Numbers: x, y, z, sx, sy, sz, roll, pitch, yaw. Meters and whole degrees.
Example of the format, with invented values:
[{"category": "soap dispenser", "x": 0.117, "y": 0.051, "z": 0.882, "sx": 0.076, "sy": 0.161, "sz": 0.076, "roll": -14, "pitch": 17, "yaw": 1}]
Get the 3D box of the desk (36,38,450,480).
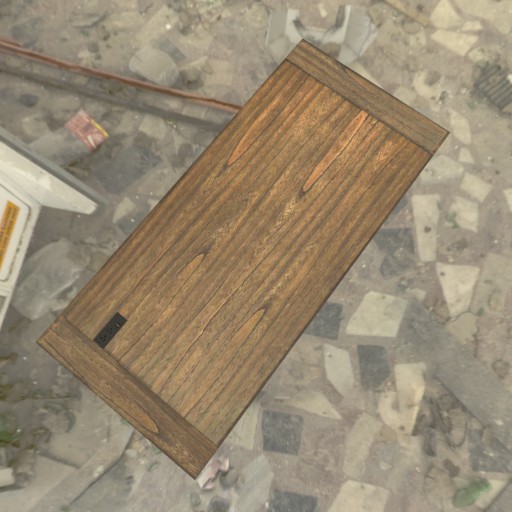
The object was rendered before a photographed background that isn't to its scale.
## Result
[{"category": "desk", "x": 0.000, "y": 0.000, "z": 1.985, "sx": 0.711, "sy": 0.751, "sz": 1.590, "roll": 37, "pitch": 78, "yaw": 9}]
